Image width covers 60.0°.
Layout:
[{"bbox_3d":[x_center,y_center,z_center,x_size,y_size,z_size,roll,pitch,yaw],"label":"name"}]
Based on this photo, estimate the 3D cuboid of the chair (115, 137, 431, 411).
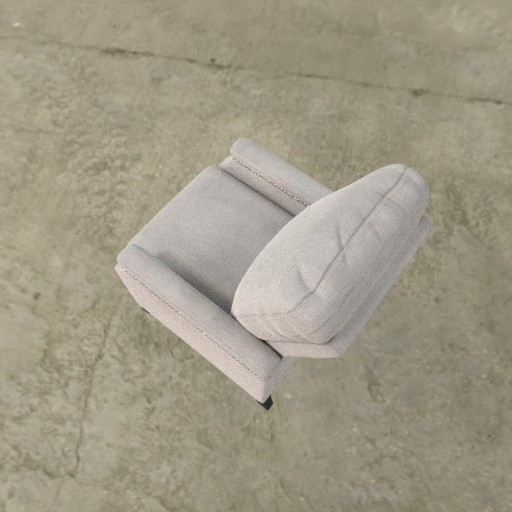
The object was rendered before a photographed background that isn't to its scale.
[{"bbox_3d":[0.000,0.000,1.646,0.922,1.049,0.710,35,68,16],"label":"chair"}]
